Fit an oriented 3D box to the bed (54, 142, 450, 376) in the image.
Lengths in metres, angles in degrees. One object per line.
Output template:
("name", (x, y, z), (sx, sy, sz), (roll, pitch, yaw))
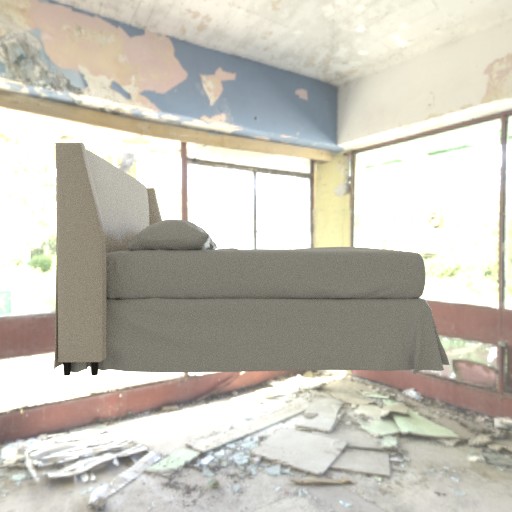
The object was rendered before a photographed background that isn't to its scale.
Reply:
("bed", (0.000, 0.000, 3.411), (2.276, 1.332, 1.925), (0, 1, 0))
